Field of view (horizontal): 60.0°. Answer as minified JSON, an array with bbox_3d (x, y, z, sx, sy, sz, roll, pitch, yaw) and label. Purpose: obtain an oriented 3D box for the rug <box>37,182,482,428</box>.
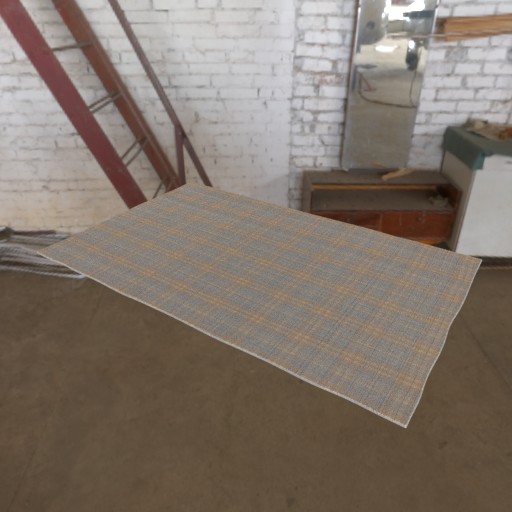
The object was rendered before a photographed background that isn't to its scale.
[{"bbox_3d":[0.000,0.000,2.875,2.460,0.016,1.545,19,35,29],"label":"rug"}]
